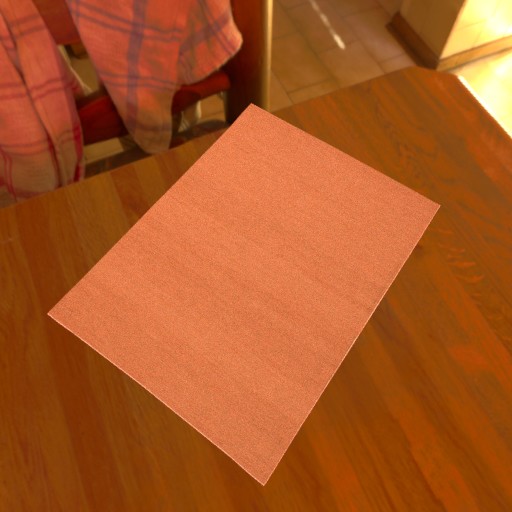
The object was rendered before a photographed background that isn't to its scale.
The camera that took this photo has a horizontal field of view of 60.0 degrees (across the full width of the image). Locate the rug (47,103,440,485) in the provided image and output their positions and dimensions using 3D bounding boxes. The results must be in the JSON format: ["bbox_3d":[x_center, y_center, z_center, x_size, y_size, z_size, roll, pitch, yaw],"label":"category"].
[{"bbox_3d":[0.000,0.000,4.332,2.434,0.045,3.202,33,68,15],"label":"rug"}]
